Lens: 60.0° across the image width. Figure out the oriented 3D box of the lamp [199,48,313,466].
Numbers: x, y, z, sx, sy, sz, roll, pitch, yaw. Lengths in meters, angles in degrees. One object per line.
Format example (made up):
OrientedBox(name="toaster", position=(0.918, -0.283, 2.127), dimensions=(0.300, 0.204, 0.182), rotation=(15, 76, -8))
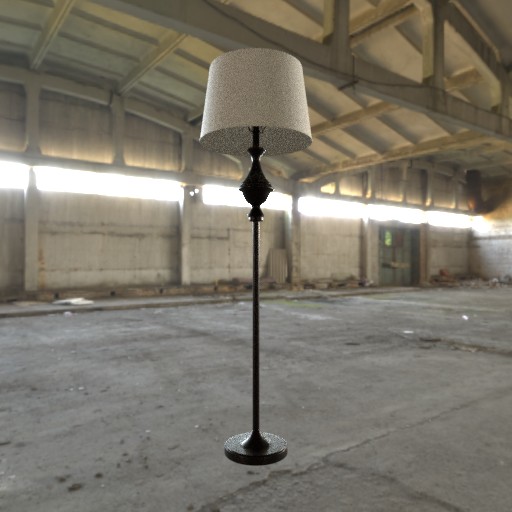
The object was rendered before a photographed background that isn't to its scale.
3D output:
OrientedBox(name="lamp", position=(0.000, 0.000, 1.694), dimensions=(0.431, 1.484, 0.431), rotation=(0, -1, 0))
